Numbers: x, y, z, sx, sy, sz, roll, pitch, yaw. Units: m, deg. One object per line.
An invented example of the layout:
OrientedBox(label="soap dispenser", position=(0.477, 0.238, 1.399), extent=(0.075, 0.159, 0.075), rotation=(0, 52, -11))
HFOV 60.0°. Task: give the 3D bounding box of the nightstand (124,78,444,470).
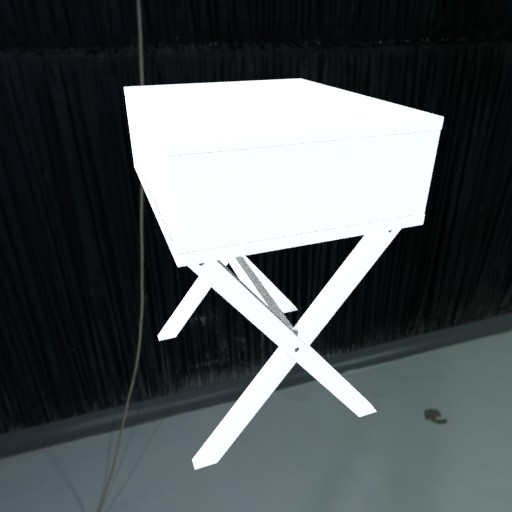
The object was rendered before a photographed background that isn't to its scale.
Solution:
OrientedBox(label="nightstand", position=(0.000, 0.000, 0.922), extent=(0.402, 0.623, 0.479), rotation=(-10, 30, -18))
